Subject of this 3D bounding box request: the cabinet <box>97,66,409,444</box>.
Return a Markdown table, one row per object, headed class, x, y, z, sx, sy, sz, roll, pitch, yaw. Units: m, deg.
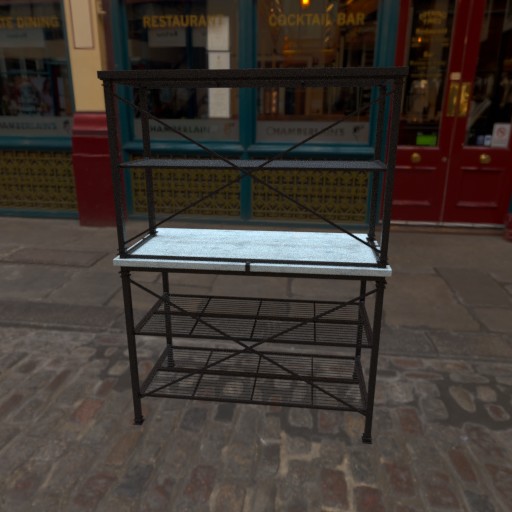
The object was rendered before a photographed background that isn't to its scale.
| class | x | y | z | sx | sy | sz | roll | pitch | yaw |
| --- | --- | --- | --- | --- | --- | --- | --- | --- | --- |
| cabinet | 0.000 | 0.000 | 2.197 | 1.210 | 1.659 | 0.610 | 2 | 17 | 7 |
